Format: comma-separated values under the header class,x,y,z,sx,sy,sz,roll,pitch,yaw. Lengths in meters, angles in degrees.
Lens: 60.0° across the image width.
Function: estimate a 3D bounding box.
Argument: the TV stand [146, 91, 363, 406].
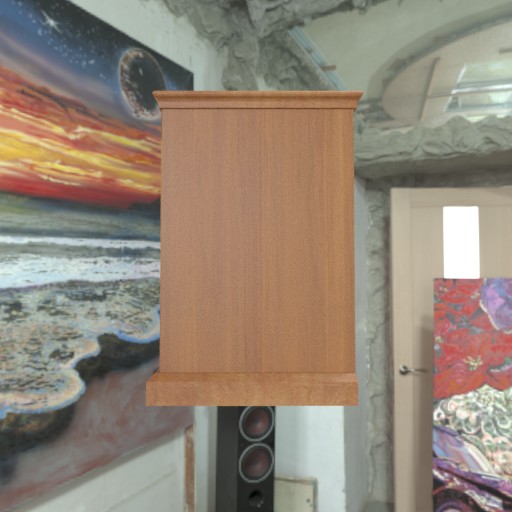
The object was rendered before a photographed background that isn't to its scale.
class,x,y,z,sx,sy,sz,roll,pitch,yaw
TV stand,0.000,0.000,1.440,0.417,0.607,1.181,0,-2,0
